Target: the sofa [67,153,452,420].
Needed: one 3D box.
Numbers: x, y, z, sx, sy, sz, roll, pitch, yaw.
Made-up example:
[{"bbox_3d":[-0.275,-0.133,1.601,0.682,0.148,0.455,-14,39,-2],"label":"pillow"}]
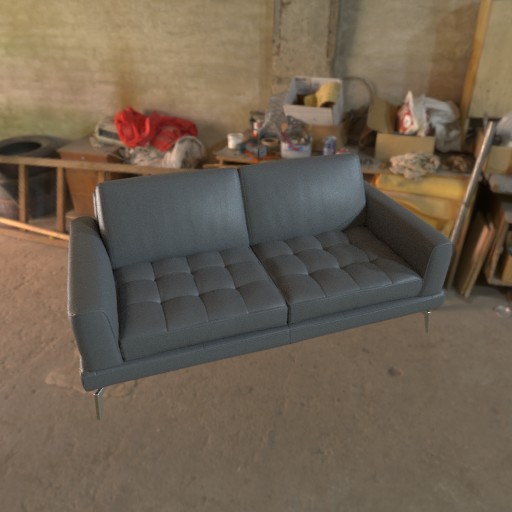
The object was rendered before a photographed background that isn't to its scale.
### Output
[{"bbox_3d":[0.000,0.000,2.771,2.177,0.930,1.121,-10,33,-16],"label":"sofa"}]
